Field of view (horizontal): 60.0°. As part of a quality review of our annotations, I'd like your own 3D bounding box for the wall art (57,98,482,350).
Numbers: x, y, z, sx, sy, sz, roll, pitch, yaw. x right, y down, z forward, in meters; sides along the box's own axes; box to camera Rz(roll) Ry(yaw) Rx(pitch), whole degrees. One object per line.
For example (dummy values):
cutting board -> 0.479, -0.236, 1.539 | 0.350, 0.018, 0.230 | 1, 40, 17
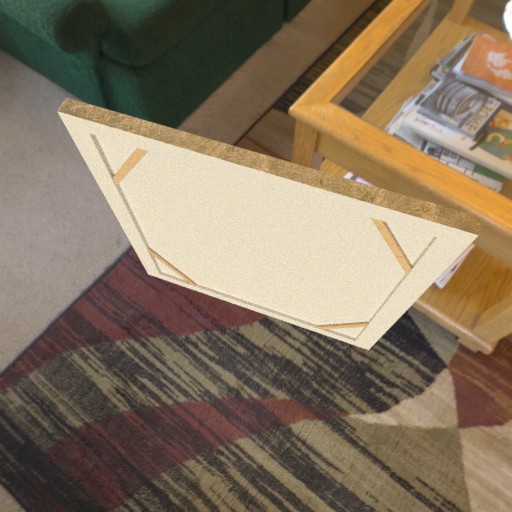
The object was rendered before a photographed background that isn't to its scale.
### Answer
wall art -> 0.000, 0.000, 1.586 | 1.092, 1.091, 0.051 | 18, 66, 8
